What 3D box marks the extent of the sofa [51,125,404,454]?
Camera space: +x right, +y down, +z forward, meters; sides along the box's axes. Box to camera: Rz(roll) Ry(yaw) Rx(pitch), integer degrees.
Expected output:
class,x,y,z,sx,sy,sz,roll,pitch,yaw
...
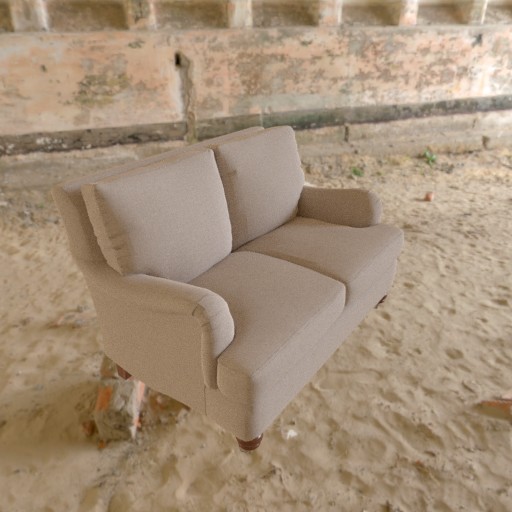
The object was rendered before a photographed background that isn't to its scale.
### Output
class,x,y,z,sx,sy,sz,roll,pitch,yaw
sofa,0.000,0.000,2.268,1.087,1.048,1.508,19,34,32
